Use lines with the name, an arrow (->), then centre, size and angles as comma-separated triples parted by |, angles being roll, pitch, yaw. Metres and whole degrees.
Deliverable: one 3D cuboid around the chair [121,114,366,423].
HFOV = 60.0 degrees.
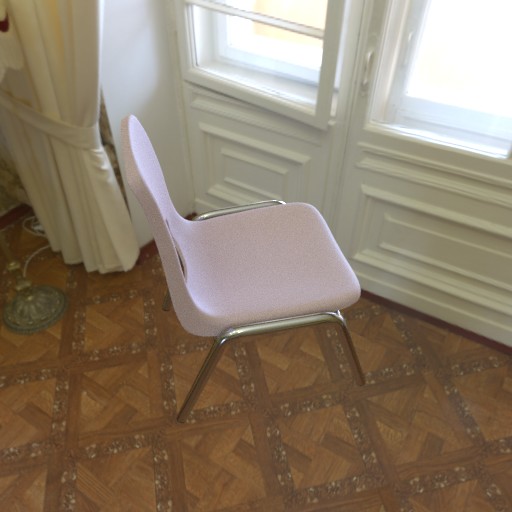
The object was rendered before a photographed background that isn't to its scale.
chair -> 0.000, 0.000, 0.877 | 0.423, 0.586, 0.354 | -10, 46, -10
